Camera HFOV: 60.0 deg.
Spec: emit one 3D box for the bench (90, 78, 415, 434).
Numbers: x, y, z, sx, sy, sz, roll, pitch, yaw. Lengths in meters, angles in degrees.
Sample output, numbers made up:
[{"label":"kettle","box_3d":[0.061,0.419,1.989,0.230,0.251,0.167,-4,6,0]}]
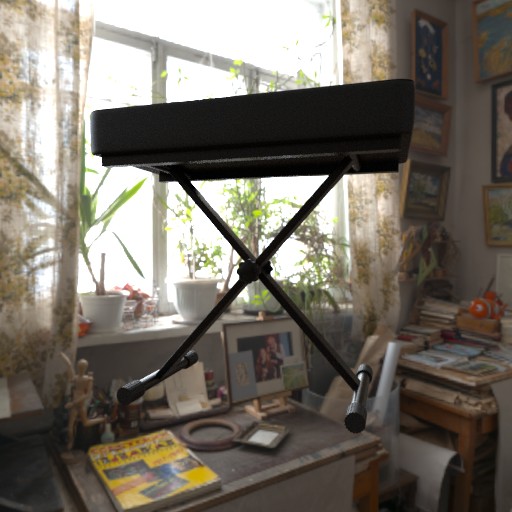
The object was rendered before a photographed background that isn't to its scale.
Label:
[{"label":"bench","box_3d":[0.000,0.000,0.912,0.600,0.561,0.300,0,2,17]}]
